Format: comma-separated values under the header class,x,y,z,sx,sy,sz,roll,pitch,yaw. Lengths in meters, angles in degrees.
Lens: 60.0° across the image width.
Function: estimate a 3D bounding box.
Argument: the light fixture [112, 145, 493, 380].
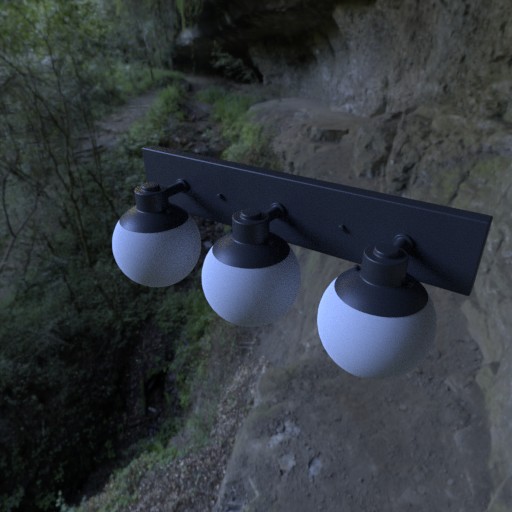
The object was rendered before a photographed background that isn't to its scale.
class,x,y,z,sx,sy,sz,roll,pitch,yaw
light fixture,0.000,0.000,0.831,0.721,0.263,0.218,18,34,29
